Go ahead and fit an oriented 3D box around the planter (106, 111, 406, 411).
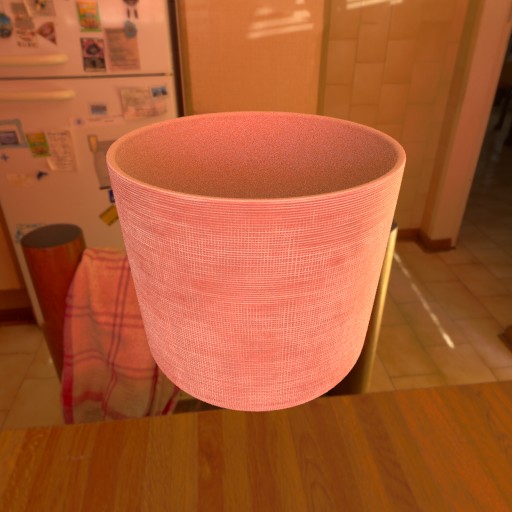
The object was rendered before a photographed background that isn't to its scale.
[{"bbox_3d":[0.000,0.000,0.777,0.440,0.398,0.440,0,30,0],"label":"planter"}]
